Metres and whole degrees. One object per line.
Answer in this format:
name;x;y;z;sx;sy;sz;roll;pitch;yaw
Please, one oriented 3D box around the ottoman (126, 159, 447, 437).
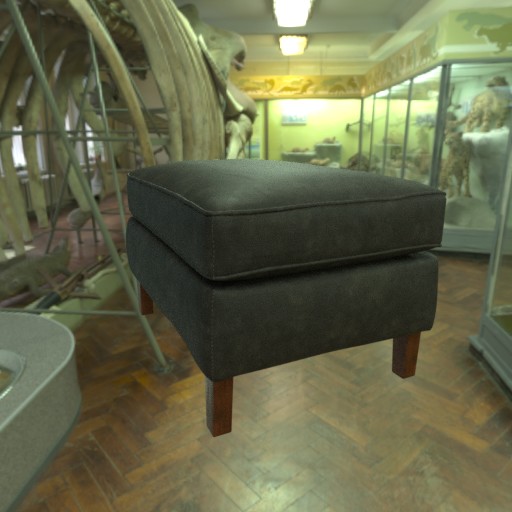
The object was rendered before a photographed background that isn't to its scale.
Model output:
ottoman;0.000;0.000;1.018;0.501;0.413;0.665;-7;17;-25
